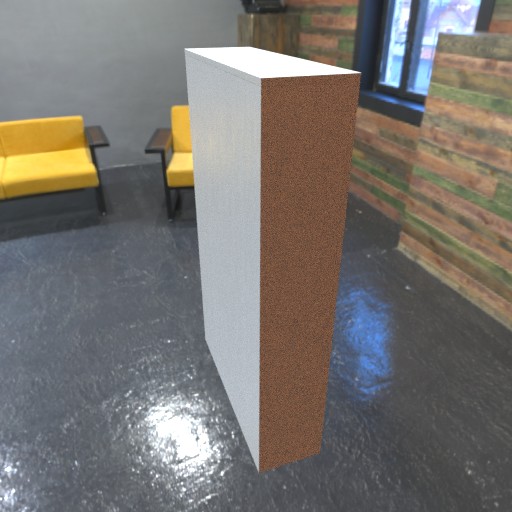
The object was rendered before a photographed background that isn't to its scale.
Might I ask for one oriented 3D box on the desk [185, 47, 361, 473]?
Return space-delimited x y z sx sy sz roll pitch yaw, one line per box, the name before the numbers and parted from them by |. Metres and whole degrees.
desk | 0.000 0.000 1.563 0.250 1.280 0.750 -10 31 -17
